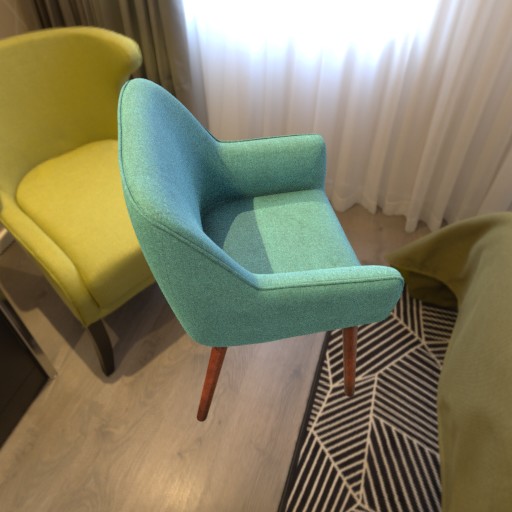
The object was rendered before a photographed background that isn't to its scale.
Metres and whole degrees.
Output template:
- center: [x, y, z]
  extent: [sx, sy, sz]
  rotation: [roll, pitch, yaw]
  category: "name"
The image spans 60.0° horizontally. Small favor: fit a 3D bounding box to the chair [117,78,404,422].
- center: [0.000, 0.000, 1.135]
  extent: [0.519, 0.803, 0.543]
  rotation: [-9, 48, -8]
  category: "chair"
